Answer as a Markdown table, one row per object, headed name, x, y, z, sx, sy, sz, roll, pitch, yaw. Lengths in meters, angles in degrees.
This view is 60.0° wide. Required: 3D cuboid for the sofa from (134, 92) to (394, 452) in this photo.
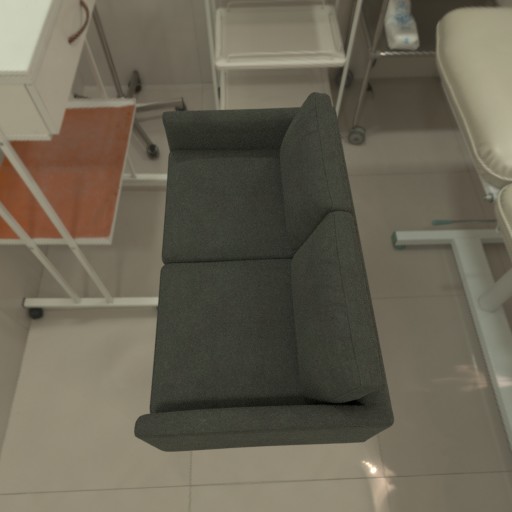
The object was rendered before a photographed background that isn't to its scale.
| name | x | y | z | sx | sy | sz | roll | pitch | yaw |
| --- | --- | --- | --- | --- | --- | --- | --- | --- | --- |
| sofa | 0.000 | 0.000 | 2.475 | 1.091 | 0.845 | 1.909 | -2 | 60 | -1 |
